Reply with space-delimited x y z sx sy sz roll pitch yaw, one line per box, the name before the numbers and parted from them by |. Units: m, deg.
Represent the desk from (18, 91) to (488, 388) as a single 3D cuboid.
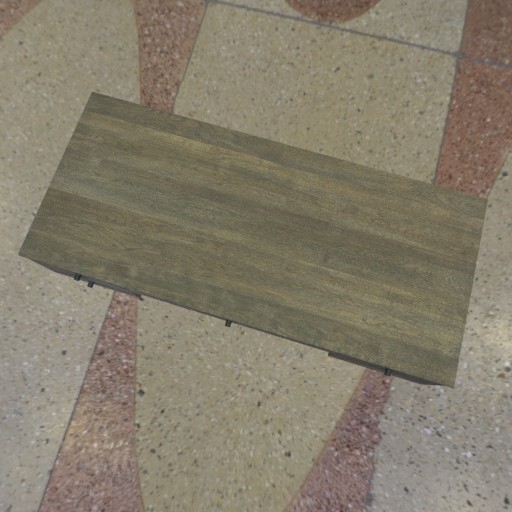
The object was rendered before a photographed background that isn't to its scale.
desk | 0.000 0.000 2.011 1.600 0.780 0.730 16 76 4
